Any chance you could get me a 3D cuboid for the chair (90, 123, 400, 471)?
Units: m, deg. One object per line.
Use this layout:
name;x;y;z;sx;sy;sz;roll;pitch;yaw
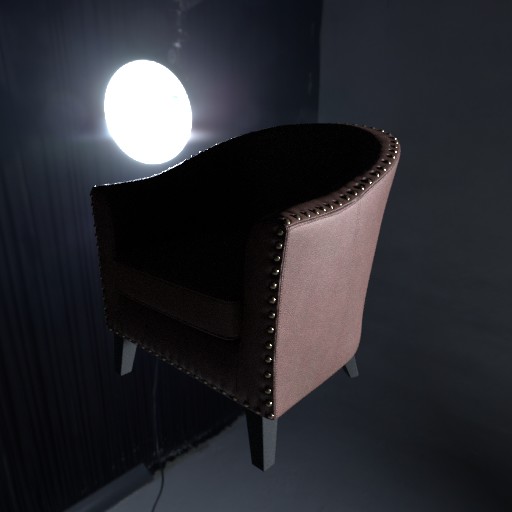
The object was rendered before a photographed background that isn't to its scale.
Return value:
chair;0.000;0.000;1.421;0.794;0.823;0.748;14;21;41
